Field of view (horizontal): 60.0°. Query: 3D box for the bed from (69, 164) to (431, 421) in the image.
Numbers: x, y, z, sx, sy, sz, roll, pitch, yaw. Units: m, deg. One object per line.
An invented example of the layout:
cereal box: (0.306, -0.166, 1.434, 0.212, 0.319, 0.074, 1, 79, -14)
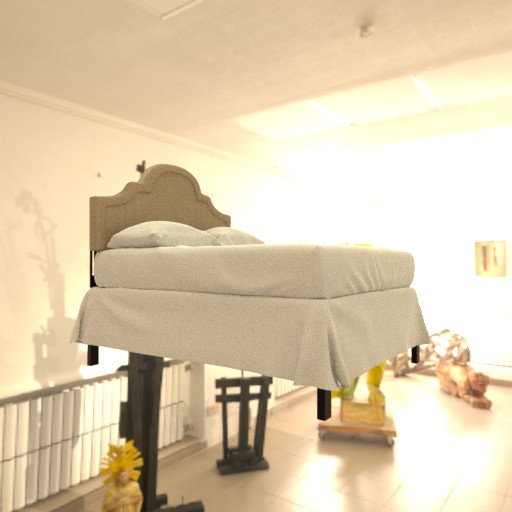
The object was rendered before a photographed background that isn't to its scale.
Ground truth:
bed: (0.000, 0.000, 3.383, 2.222, 1.634, 1.780, -1, -1, 36)
